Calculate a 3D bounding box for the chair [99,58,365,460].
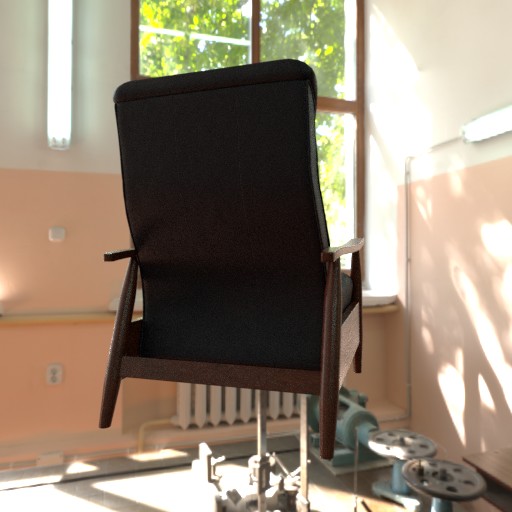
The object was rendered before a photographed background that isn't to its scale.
[{"bbox_3d":[0.000,0.000,1.745,0.762,1.082,1.014,0,-1,18],"label":"chair"}]
